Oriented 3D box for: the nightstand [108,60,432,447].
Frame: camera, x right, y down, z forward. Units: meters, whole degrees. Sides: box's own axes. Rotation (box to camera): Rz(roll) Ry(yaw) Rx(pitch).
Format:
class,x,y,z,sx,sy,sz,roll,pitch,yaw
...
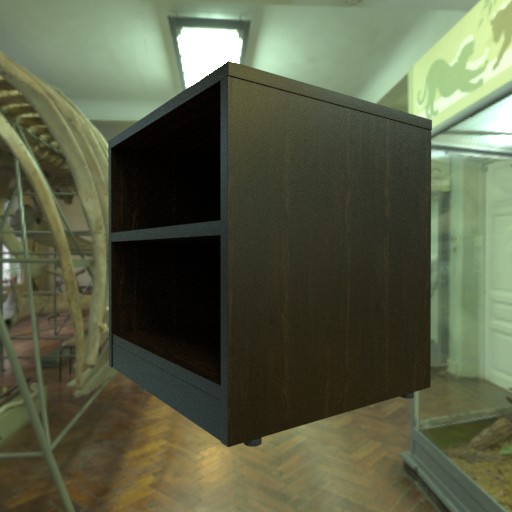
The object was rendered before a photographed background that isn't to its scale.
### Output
class,x,y,z,sx,sy,sz,roll,pitch,yaw
nightstand,0.000,0.000,0.870,0.427,0.487,0.489,0,1,-35
